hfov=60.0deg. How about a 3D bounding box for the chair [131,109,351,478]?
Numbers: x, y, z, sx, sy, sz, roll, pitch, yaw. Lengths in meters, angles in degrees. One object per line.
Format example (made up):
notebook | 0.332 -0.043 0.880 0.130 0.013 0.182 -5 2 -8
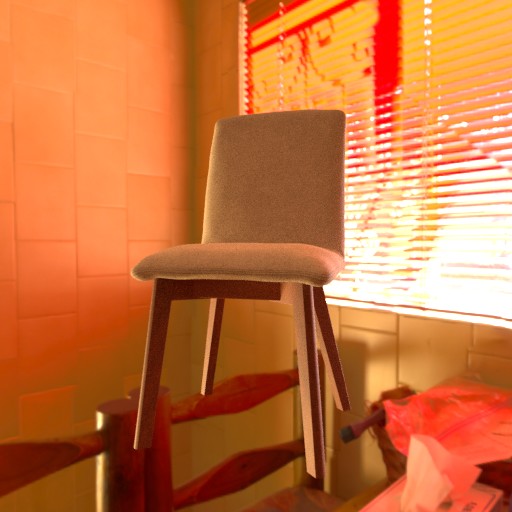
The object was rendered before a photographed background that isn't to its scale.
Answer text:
chair | 0.000 0.000 1.296 0.522 0.974 0.563 0 1 18
